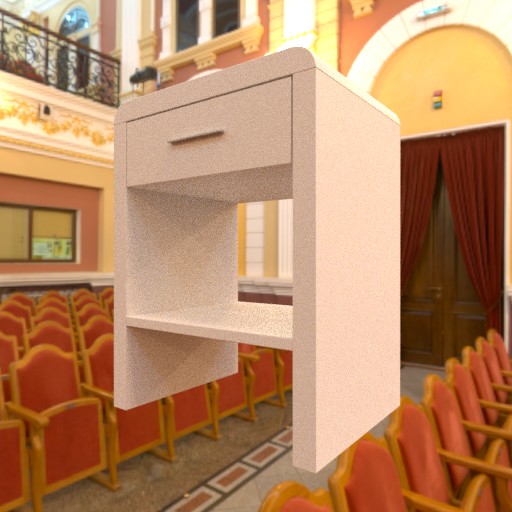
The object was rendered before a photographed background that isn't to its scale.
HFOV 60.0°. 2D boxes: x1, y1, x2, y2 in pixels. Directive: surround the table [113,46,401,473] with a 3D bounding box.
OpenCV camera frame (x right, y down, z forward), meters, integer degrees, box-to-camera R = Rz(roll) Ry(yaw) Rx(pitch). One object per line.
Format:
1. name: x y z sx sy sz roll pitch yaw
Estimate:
1. table: 0.000 0.000 0.868 0.450 0.590 0.350 0 0 37
